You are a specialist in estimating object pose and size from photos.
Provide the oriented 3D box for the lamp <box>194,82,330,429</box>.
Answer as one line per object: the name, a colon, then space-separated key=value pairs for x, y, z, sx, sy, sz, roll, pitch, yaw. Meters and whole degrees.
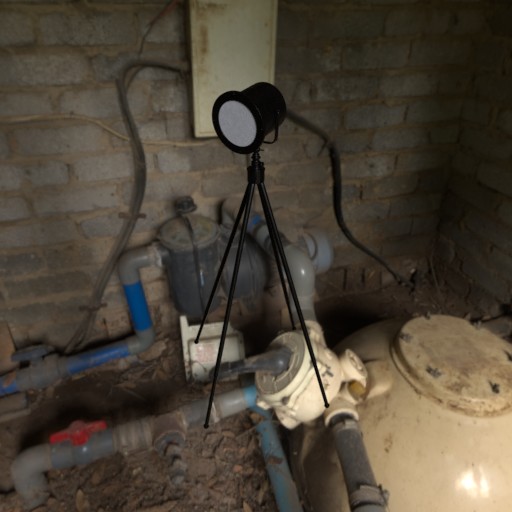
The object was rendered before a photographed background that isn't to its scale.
lamp: x=0.000 y=0.000 z=2.053 sx=0.879 sy=1.504 sz=0.884 roll=19 pitch=36 yaw=28
